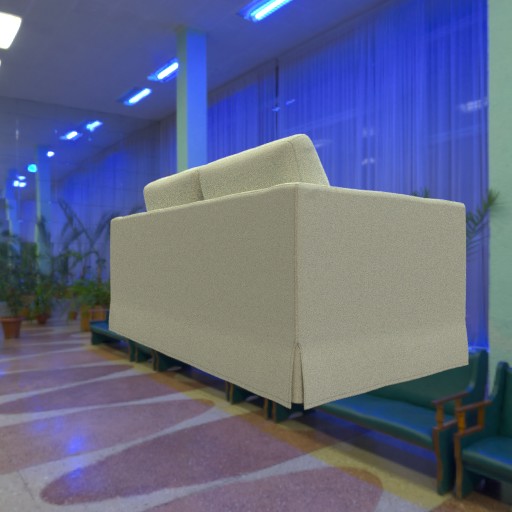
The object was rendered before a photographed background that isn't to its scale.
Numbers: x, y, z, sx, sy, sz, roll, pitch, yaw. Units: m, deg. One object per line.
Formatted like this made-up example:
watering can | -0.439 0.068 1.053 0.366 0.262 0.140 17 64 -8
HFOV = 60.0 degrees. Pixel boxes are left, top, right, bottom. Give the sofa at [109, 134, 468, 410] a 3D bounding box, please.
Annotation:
sofa | 0.000 0.000 2.360 1.009 0.932 1.813 0 0 -36
